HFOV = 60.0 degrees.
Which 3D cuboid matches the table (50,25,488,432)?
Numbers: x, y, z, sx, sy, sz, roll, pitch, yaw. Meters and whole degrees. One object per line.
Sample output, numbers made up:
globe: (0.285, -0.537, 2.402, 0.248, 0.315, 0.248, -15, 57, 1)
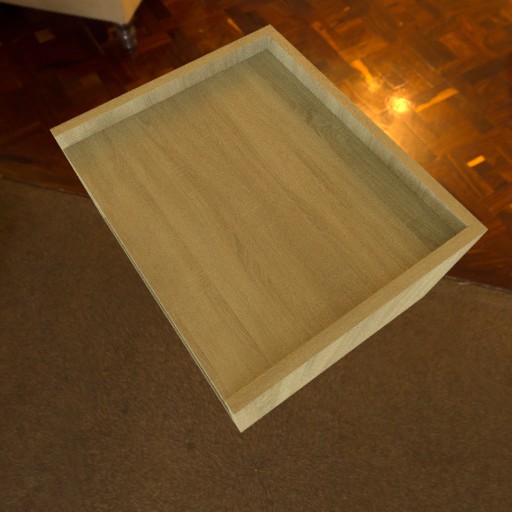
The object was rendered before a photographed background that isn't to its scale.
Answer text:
table: (0.000, 0.000, 0.781, 0.370, 0.470, 0.450, -32, 68, -14)
